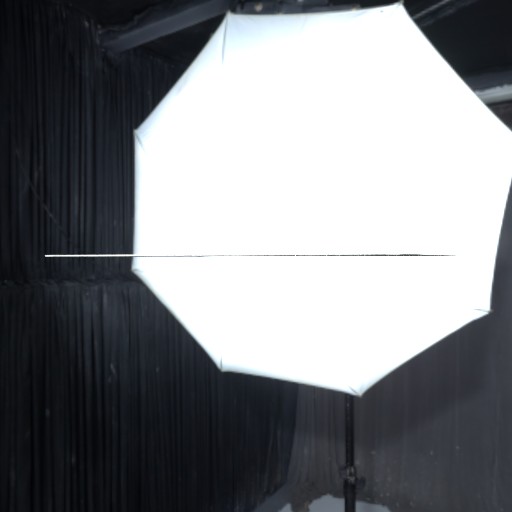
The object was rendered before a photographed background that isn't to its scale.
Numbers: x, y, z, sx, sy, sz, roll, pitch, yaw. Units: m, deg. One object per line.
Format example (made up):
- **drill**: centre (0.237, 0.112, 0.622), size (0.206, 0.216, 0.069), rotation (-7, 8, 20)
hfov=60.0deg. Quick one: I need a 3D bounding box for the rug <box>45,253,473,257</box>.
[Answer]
- **rug**: centre (0.000, 0.000, 2.239), size (1.813, 0.006, 1.202), rotation (0, 0, 35)
